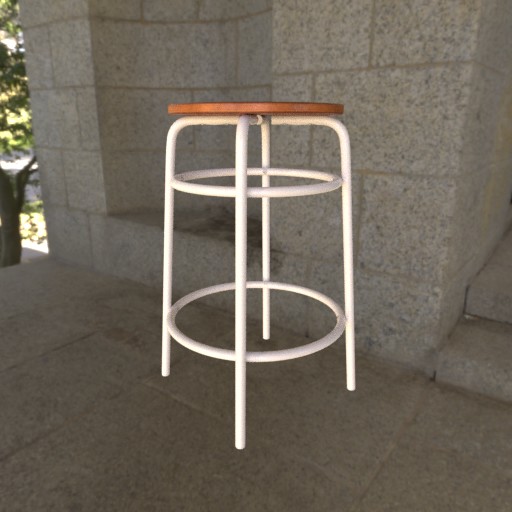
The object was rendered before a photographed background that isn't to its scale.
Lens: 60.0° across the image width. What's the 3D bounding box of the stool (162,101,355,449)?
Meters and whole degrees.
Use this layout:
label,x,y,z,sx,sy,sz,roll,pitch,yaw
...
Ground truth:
label,x,y,z,sx,sy,sz,roll,pitch,yaw
stool,0.000,0.000,0.947,0.455,0.610,0.455,2,17,7
